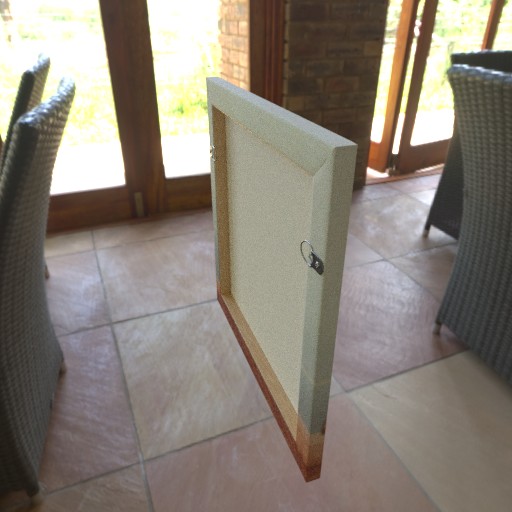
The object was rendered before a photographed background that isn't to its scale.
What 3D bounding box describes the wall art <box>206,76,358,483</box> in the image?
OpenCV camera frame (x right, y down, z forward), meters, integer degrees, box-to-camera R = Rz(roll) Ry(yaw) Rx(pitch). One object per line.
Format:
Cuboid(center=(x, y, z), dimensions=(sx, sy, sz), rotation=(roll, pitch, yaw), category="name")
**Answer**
Cuboid(center=(0.000, 0.000, 0.600), dimensions=(0.023, 0.405, 0.405), rotation=(-10, 31, -17), category="wall art")
